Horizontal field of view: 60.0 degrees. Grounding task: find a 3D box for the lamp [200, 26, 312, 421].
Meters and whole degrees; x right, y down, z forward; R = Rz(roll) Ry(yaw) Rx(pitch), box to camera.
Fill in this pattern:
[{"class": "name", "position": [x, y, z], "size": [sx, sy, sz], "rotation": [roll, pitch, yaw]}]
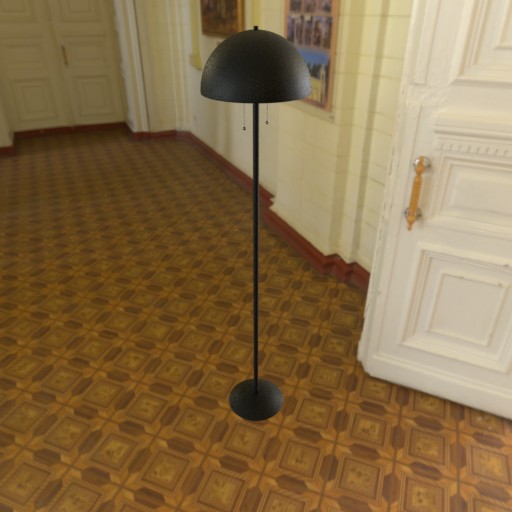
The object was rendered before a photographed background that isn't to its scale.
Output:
[{"class": "lamp", "position": [0.000, 0.000, 1.603], "size": [0.328, 1.480, 0.328], "rotation": [11, 32, 17]}]
